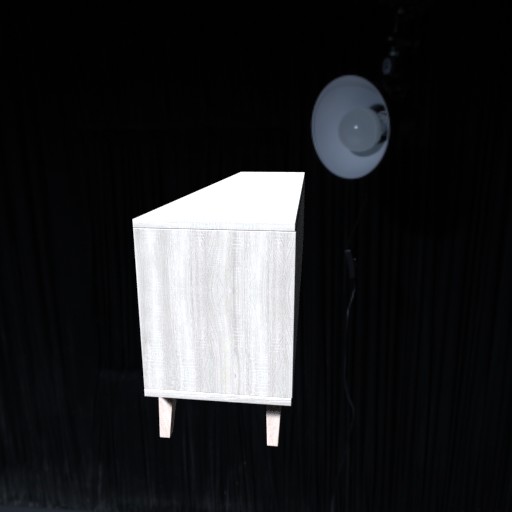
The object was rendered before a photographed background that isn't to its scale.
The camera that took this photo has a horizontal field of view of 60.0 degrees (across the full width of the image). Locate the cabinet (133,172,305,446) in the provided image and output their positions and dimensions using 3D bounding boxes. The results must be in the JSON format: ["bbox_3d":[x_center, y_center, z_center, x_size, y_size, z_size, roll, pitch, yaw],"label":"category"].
[{"bbox_3d":[0.000,0.000,2.476,0.499,0.779,2.198,2,15,7],"label":"cabinet"}]
